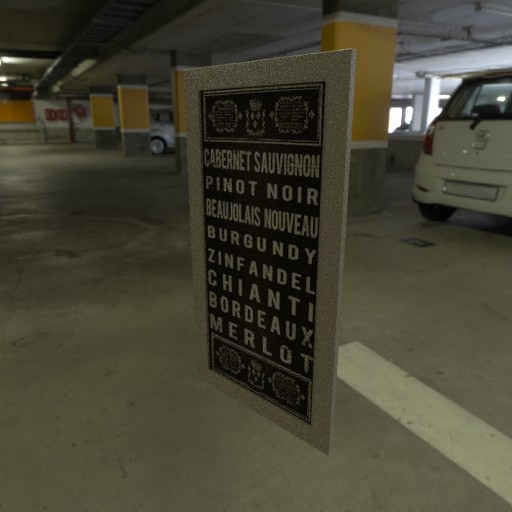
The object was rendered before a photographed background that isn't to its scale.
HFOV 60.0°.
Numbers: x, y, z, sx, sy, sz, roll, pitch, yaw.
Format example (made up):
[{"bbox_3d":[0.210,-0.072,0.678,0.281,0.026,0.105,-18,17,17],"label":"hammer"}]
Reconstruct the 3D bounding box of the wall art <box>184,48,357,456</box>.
[{"bbox_3d":[0.000,0.000,0.843,0.380,0.683,0.013,16,23,42],"label":"wall art"}]
